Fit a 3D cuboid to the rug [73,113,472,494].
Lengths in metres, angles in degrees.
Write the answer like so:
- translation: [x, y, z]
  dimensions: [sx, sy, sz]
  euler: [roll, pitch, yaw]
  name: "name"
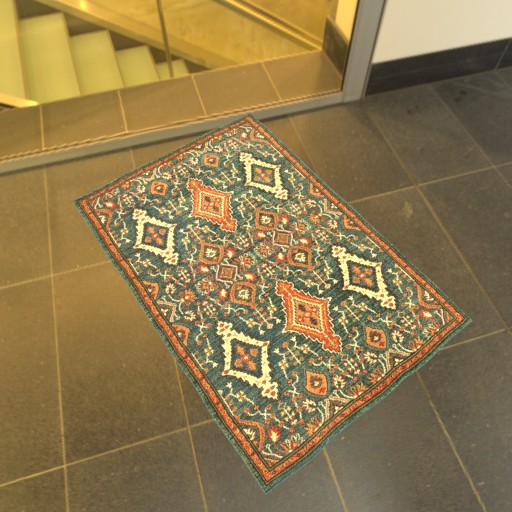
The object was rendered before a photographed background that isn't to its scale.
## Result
- translation: [0.000, 0.000, 2.991]
  dimensions: [1.622, 0.009, 2.373]
  euler: [-32, 64, -18]
  name: "rug"
